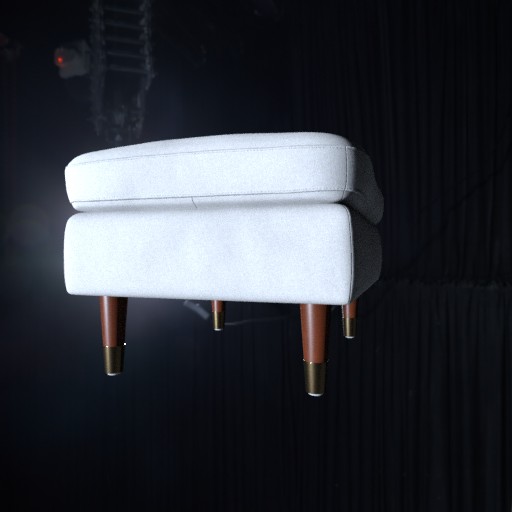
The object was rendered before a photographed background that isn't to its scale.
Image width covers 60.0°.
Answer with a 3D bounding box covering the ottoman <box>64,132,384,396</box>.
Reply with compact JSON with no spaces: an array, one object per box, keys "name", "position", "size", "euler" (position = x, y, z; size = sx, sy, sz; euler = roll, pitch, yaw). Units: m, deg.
[{"name":"ottoman","position":[0.000,0.000,1.106],"size":[0.593,0.478,0.747],"euler":[0,0,18]}]
